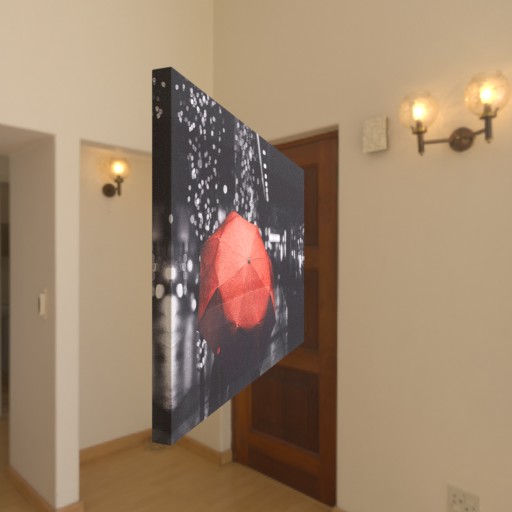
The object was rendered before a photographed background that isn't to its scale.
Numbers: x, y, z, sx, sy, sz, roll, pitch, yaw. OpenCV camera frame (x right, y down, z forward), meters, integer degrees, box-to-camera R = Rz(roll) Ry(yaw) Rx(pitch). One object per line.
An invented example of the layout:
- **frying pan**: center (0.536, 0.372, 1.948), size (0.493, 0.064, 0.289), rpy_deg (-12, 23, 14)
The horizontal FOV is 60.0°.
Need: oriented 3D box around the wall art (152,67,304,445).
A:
- **wall art**: center (0.000, 0.000, 1.147), size (0.038, 0.609, 0.914), rpy_deg (0, 0, 20)
